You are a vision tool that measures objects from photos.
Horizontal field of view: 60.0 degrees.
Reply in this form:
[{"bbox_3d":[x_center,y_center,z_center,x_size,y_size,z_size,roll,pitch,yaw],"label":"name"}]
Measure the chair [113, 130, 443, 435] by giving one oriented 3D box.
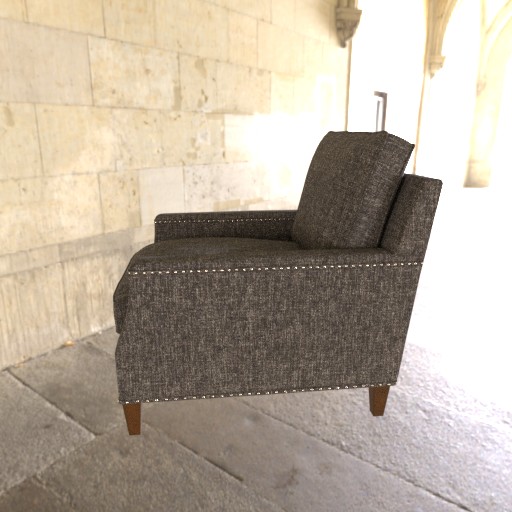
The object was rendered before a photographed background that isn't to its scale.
[{"bbox_3d":[0.000,0.000,1.727,1.014,0.943,0.853,-2,16,-7],"label":"chair"}]
